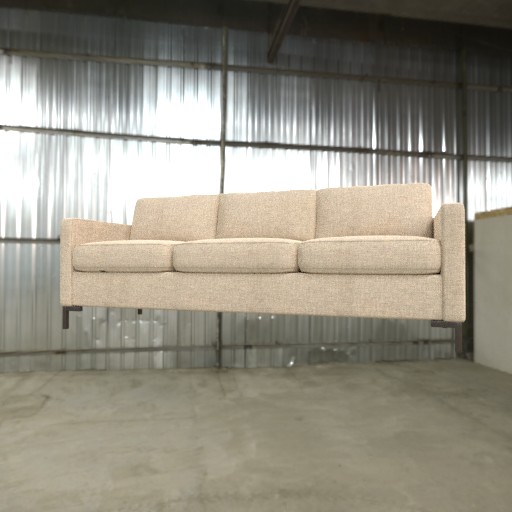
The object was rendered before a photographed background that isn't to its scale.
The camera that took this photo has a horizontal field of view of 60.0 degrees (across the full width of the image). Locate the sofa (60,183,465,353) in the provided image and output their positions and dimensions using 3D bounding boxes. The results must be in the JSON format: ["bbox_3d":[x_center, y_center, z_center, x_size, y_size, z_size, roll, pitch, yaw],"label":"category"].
[{"bbox_3d":[0.000,0.000,2.678,2.218,0.874,0.859,0,-1,19],"label":"sofa"}]
